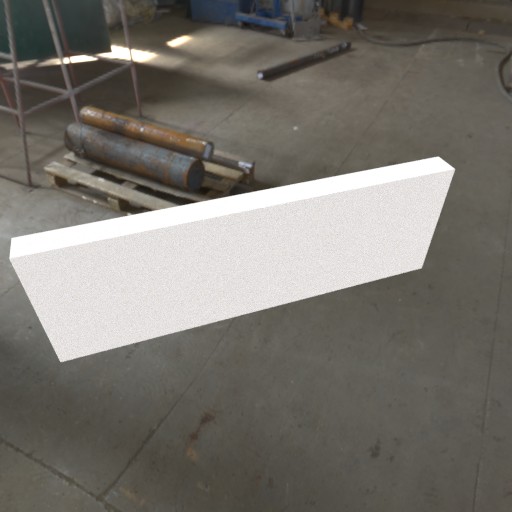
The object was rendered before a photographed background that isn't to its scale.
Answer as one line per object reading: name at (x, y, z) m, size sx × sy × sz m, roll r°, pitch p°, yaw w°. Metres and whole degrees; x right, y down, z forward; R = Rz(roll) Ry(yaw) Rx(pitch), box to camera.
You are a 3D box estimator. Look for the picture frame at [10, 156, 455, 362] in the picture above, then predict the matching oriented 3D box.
picture frame at (0.000, 0.000, 0.823) m, size 0.759 × 0.250 × 0.050 m, roll -13°, pitch 43°, yaw -14°
